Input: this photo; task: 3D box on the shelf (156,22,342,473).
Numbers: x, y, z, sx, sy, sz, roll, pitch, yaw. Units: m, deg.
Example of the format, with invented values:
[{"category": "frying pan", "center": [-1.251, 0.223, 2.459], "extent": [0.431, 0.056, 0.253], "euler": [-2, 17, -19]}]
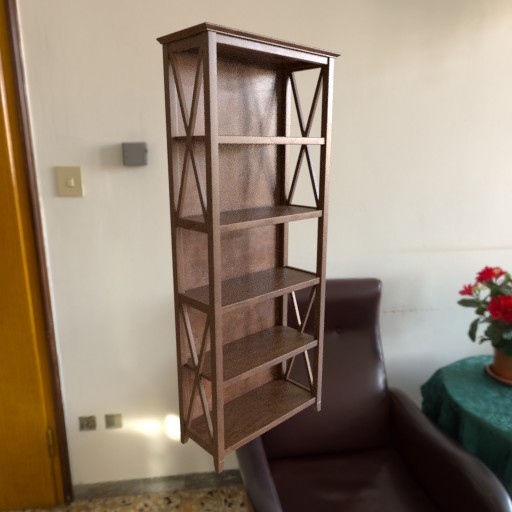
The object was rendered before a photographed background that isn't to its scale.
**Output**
[{"category": "shelf", "center": [0.000, 0.000, 2.183], "extent": [0.805, 1.905, 0.335], "euler": [-13, 19, -42]}]
